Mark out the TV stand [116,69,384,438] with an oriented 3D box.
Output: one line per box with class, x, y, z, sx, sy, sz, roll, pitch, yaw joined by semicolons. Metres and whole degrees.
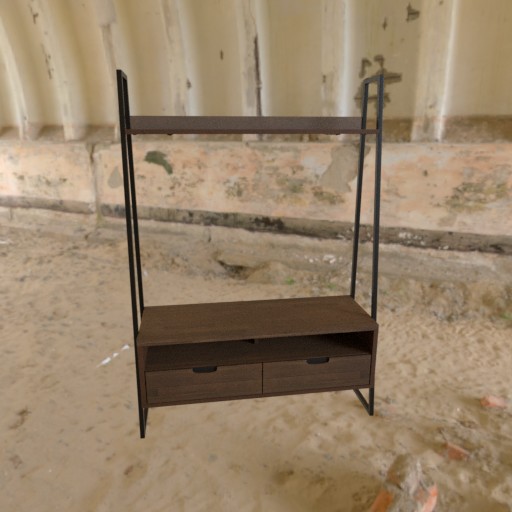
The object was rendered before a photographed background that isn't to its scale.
TV stand;0.000;0.000;2.291;1.250;1.772;0.432;-2;16;-8
